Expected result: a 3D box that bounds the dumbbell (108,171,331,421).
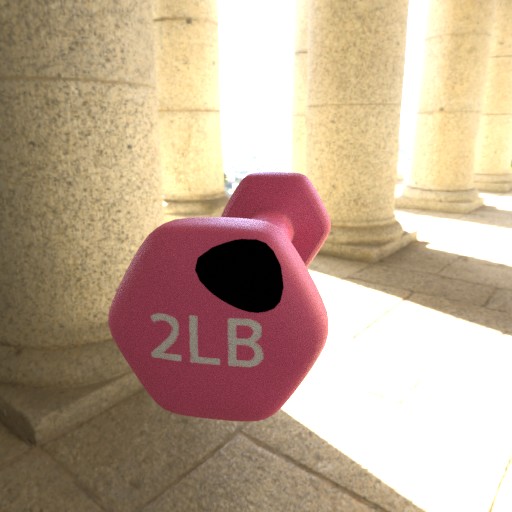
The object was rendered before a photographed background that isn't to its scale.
[{"bbox_3d":[0.000,0.000,0.172,0.058,0.053,0.146,3,17,10],"label":"dumbbell"}]
